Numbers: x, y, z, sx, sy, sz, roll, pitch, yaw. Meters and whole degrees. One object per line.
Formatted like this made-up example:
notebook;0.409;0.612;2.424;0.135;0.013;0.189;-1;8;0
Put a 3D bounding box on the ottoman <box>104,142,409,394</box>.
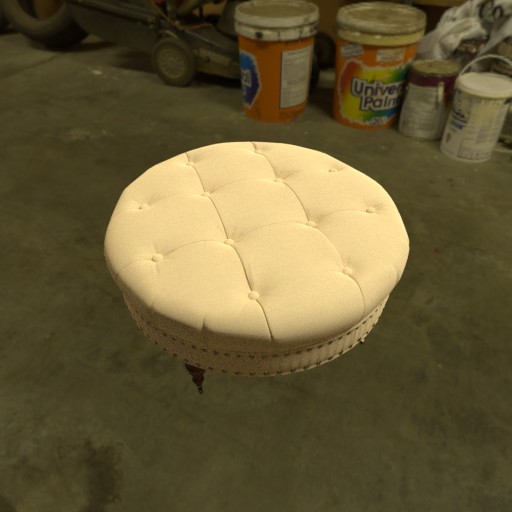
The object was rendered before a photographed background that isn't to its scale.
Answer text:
ottoman;0.000;0.000;1.427;0.901;0.439;0.901;0;41;0
